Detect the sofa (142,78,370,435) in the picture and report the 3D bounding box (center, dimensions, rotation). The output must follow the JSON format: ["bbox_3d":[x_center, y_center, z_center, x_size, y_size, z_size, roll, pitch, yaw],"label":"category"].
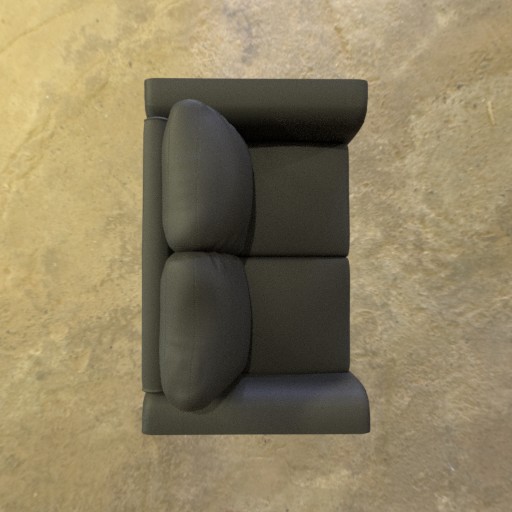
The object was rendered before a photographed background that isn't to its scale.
[{"bbox_3d":[0.000,0.000,1.910,0.887,0.845,1.386,0,88,-1],"label":"sofa"}]
